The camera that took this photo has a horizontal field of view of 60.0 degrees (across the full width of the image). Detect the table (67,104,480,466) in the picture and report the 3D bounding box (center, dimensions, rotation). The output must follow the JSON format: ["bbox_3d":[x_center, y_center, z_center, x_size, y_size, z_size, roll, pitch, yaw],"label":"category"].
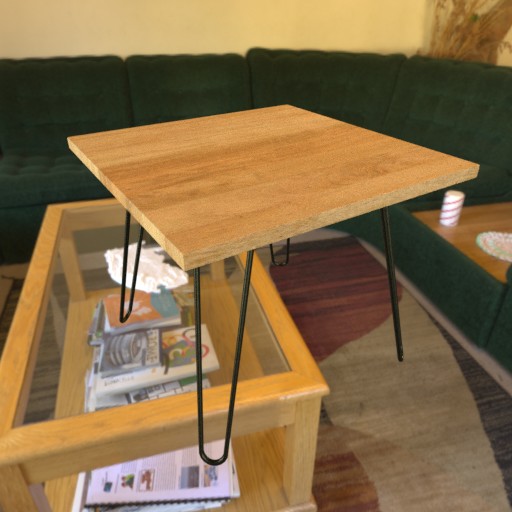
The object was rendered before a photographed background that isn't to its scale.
[{"bbox_3d":[0.000,0.000,1.022,0.599,0.500,0.599,-18,35,-28],"label":"table"}]
